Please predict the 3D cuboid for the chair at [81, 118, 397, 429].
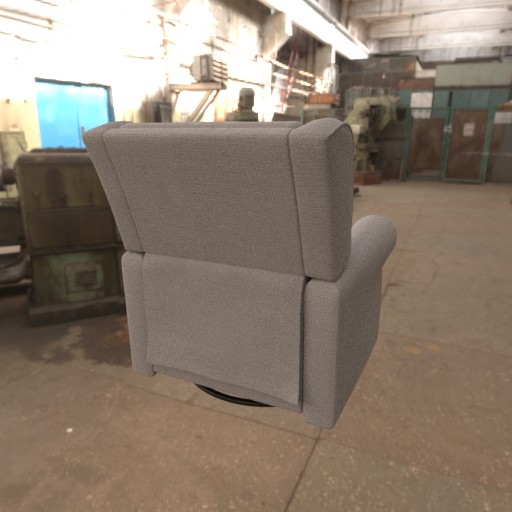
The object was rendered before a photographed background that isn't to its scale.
[{"bbox_3d":[0.000,0.000,1.662,0.906,0.966,0.854,8,17,25],"label":"chair"}]
